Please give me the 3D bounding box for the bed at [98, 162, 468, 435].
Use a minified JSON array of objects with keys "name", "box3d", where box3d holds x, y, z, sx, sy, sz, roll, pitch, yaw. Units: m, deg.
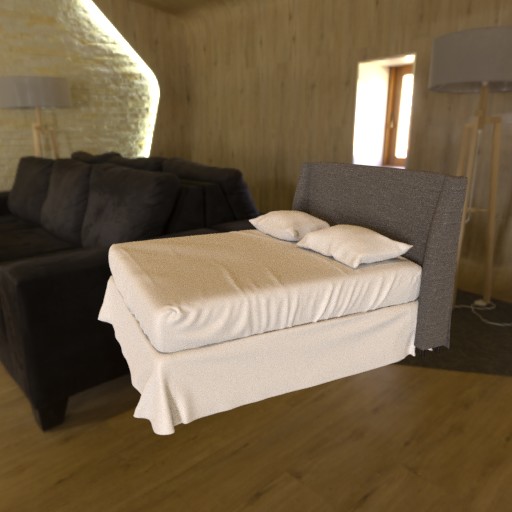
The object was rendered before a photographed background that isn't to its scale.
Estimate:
[{"name":"bed","box3d":[0.000,0.000,3.479,2.276,1.332,1.925,-7,17,-25]}]
